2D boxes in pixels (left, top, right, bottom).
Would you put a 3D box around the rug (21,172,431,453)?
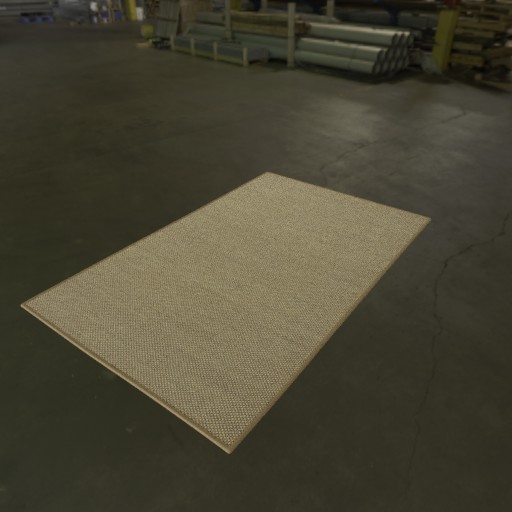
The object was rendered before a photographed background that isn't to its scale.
[{"bbox_3d":[0.000,0.000,2.024,1.062,0.013,1.667,22,39,30],"label":"rug"}]
